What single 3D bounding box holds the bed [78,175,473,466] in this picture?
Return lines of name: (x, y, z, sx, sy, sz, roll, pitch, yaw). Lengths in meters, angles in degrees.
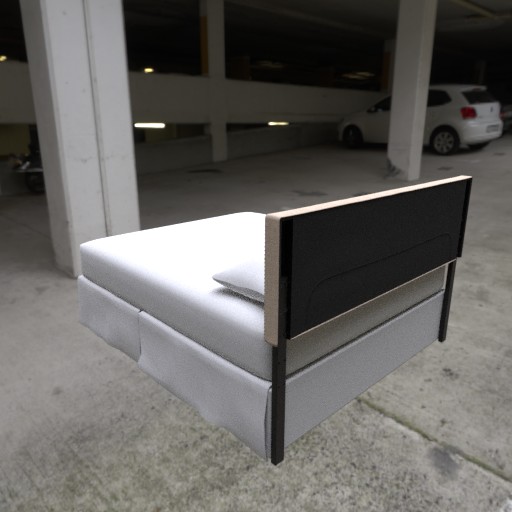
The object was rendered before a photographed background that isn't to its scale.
bed: (0.000, 0.000, 2.758, 1.616, 1.016, 1.876, -16, 23, -41)
